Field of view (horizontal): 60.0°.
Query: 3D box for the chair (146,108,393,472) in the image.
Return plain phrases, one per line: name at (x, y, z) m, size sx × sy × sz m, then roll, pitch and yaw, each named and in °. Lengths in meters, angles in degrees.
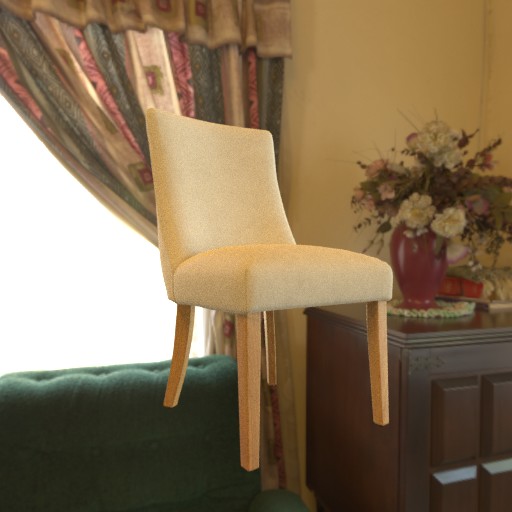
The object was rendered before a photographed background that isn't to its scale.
chair at (0.000, 0.000, 1.280) m, size 0.495 × 0.902 × 0.610 m, roll 0°, pitch 0°, yaw -35°
